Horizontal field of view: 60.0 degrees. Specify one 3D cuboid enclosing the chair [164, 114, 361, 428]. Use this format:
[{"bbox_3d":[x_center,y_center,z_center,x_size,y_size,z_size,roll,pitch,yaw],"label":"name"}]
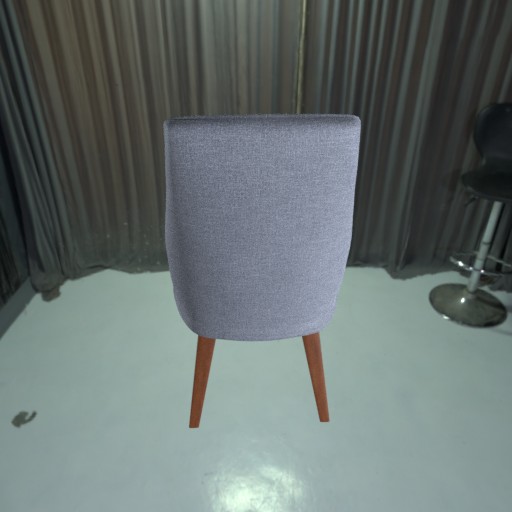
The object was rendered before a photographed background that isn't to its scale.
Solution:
[{"bbox_3d":[0.000,0.000,1.285,0.500,0.930,0.620,-2,31,-3],"label":"chair"}]
